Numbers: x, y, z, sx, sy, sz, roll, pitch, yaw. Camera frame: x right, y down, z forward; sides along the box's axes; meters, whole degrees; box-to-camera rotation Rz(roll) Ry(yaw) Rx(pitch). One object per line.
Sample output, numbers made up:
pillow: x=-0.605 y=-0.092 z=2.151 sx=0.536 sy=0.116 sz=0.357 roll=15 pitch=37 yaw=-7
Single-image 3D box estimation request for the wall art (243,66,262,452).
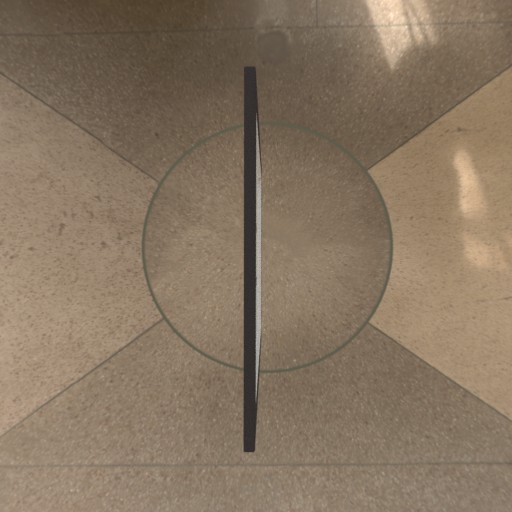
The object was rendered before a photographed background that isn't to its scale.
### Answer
wall art: x=0.000 y=0.000 z=0.693 sx=0.012 sy=0.529 sz=0.374 roll=0 pitch=91 yaw=1
